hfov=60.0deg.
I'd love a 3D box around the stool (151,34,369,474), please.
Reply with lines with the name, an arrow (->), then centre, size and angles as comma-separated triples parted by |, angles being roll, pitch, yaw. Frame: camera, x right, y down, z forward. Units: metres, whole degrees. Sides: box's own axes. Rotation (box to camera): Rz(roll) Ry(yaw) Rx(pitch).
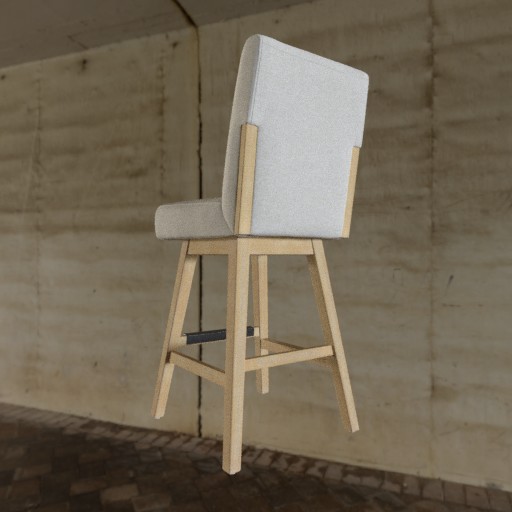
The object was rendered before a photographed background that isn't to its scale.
stool -> 0.000, 0.000, 1.313 | 0.446, 1.015, 0.543 | 0, 0, -36
